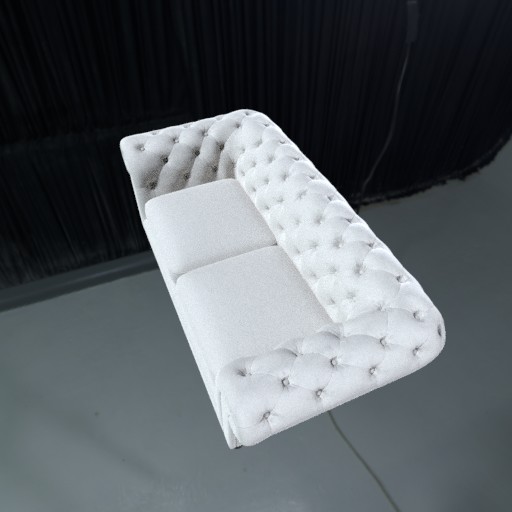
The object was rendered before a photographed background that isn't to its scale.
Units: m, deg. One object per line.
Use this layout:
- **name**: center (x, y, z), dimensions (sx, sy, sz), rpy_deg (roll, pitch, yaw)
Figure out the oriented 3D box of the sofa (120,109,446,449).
- **sofa**: center (0.000, 0.000, 2.449), dimensions (0.986, 0.764, 1.998), rpy_deg (-18, 49, -16)
